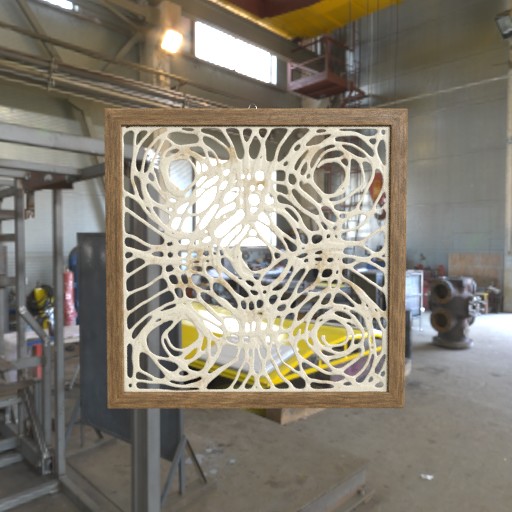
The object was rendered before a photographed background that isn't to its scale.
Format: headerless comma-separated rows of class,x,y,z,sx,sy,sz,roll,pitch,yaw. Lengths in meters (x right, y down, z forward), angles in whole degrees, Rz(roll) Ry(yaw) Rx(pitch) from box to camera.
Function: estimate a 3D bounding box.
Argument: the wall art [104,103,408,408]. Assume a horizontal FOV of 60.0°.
wall art,0.000,0.000,0.837,0.561,0.576,0.021,0,2,0
